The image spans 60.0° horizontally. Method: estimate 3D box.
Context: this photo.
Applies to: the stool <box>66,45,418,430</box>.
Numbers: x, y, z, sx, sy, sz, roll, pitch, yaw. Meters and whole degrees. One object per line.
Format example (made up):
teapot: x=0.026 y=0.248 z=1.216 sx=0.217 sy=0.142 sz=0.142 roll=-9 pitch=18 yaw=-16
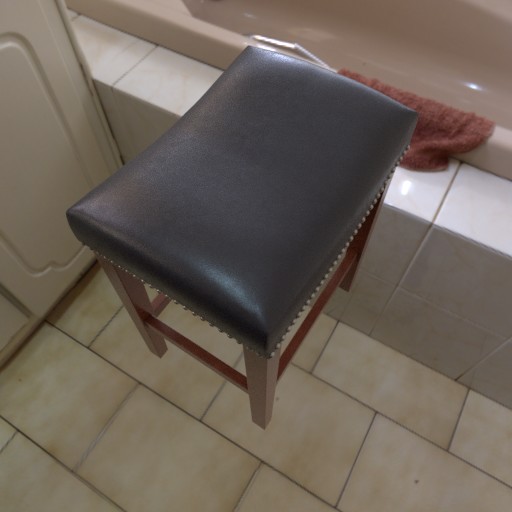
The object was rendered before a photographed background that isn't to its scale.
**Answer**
stool: x=0.000 y=0.000 z=0.963 sx=0.372 sy=0.654 sz=0.504 roll=29 pitch=63 yaw=17
